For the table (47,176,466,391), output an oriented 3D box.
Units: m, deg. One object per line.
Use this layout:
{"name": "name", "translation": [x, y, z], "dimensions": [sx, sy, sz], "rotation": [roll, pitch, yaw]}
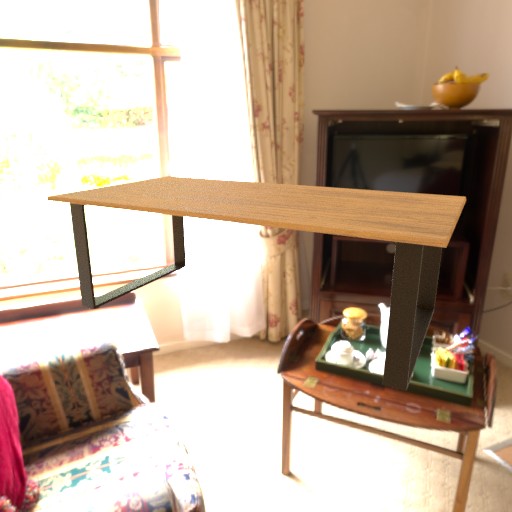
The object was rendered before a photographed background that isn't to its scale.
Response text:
{"name": "table", "translation": [0.000, 0.000, 1.646], "dimensions": [1.331, 0.445, 0.693], "rotation": [9, 19, 26]}
